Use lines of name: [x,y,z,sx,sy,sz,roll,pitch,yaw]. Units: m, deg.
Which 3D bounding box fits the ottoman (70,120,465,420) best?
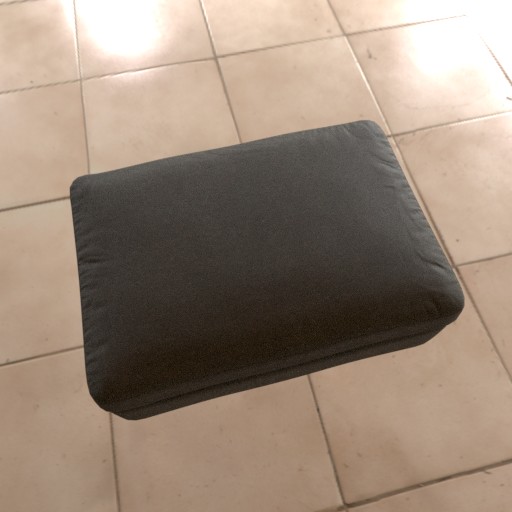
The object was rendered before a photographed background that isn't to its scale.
ottoman: [0.000,0.000,1.595,1.199,0.429,0.840,-13,64,-6]
